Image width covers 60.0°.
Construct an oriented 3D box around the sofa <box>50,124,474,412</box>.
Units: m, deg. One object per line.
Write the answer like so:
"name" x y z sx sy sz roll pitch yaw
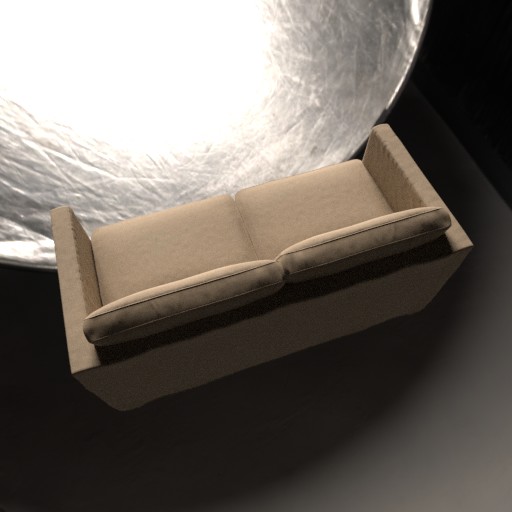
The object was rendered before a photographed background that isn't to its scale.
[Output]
"sofa" 0.000 0.000 2.478 1.987 0.847 0.956 -17 60 -10
